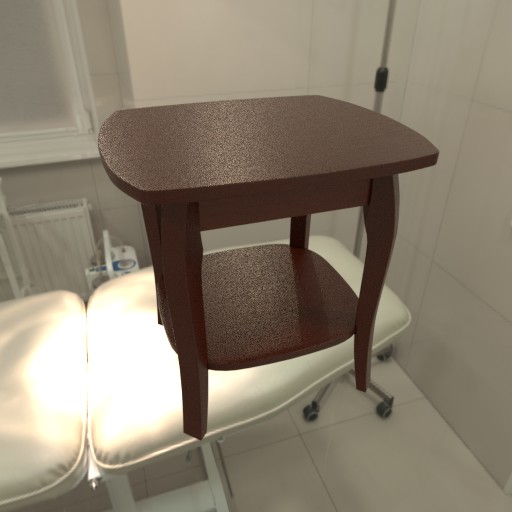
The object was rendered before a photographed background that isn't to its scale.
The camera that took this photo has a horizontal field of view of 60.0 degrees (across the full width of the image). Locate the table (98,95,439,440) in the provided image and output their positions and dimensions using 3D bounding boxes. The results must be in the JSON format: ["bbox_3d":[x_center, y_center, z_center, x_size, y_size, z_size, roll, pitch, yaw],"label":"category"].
[{"bbox_3d":[0.000,0.000,0.864,0.502,0.496,0.433,-10,33,-16],"label":"table"}]
